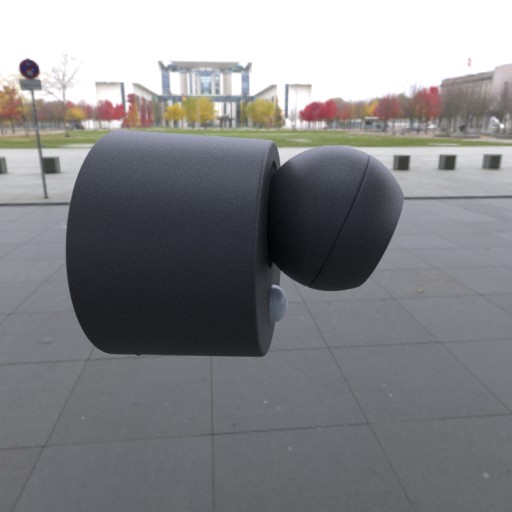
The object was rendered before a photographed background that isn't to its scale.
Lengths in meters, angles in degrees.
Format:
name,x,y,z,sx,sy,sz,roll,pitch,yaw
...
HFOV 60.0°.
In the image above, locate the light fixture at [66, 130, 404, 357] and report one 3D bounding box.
name,x,y,z,sx,sy,sz,roll,pitch,yaw
light fixture,0.000,0.000,0.262,0.160,0.143,0.134,3,17,9
